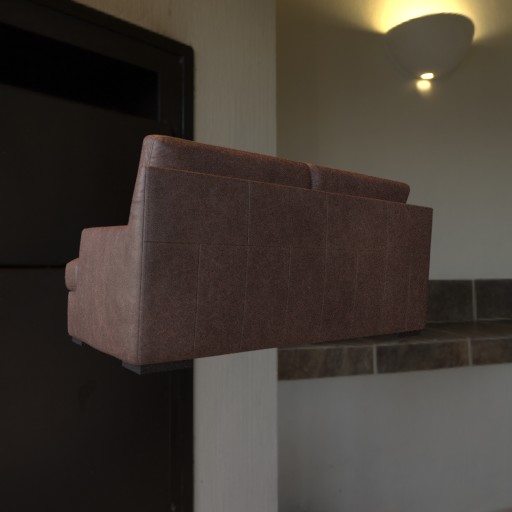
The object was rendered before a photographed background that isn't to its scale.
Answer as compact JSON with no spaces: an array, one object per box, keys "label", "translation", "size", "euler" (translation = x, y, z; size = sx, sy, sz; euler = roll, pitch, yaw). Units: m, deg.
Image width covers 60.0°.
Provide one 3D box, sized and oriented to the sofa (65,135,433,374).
[{"label":"sofa","translation":[0.000,0.000,2.544],"size":[1.880,0.939,1.143],"euler":[2,-3,-36]}]
